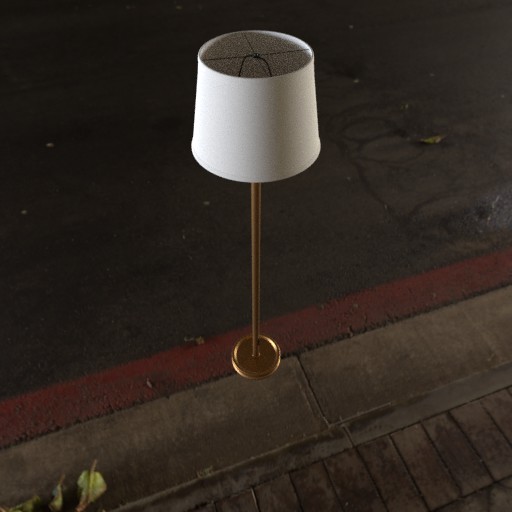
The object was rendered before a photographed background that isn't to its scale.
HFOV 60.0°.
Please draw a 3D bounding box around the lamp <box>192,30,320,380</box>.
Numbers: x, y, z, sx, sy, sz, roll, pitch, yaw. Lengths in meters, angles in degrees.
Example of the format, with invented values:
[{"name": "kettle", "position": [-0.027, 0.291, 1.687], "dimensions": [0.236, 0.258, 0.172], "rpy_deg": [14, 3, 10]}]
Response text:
[{"name": "lamp", "position": [0.000, 0.000, 0.787], "dimensions": [0.178, 0.710, 0.178], "rpy_deg": [0, 47, 0]}]
